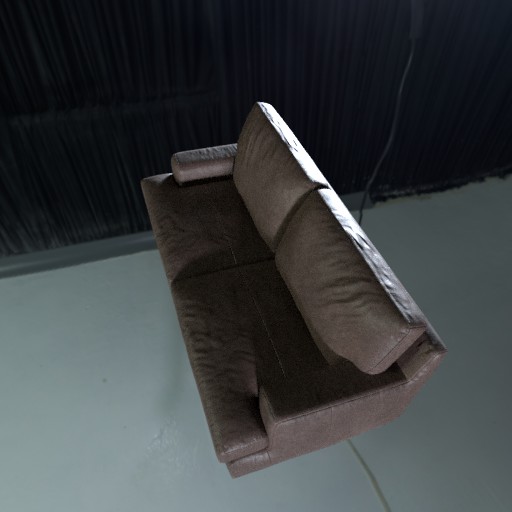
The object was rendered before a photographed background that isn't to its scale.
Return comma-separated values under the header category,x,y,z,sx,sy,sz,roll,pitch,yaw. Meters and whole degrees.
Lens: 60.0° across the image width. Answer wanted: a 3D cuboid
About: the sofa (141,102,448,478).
category,x,y,z,sx,sy,sz,roll,pitch,yaw
sofa,0.000,0.000,2.811,1.143,0.941,2.261,-15,50,-13
